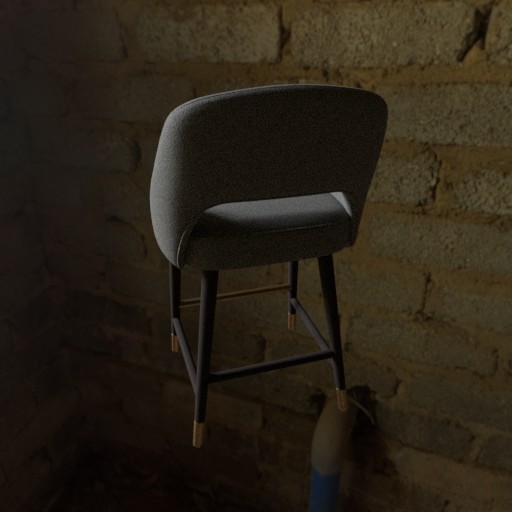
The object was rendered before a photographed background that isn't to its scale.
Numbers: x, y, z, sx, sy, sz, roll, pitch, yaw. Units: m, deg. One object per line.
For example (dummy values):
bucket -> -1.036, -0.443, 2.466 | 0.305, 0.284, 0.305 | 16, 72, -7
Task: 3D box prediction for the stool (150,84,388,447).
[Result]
stool -> 0.000, 0.000, 1.217 | 0.536, 0.925, 0.524 | -8, 28, -15
